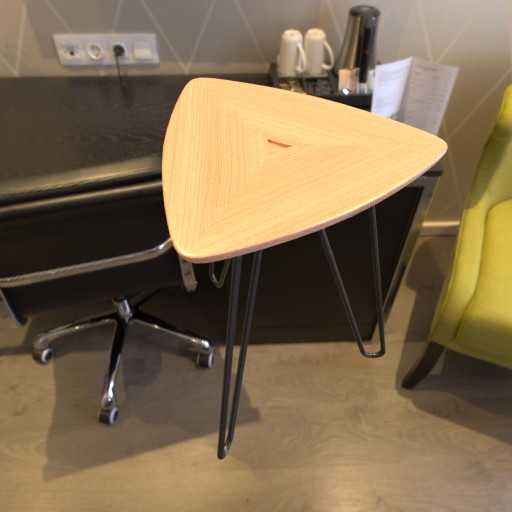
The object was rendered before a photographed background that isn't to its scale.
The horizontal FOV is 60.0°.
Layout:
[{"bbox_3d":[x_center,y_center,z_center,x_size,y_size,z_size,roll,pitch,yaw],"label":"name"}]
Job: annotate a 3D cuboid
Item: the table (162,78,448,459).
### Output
[{"bbox_3d":[0.000,0.000,0.878,0.442,0.564,0.455,-25,51,-22],"label":"table"}]
